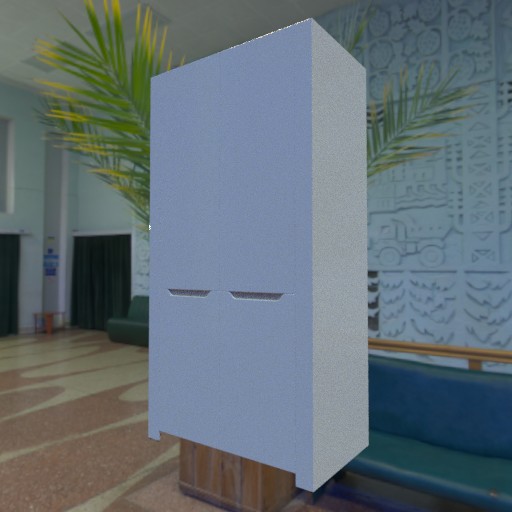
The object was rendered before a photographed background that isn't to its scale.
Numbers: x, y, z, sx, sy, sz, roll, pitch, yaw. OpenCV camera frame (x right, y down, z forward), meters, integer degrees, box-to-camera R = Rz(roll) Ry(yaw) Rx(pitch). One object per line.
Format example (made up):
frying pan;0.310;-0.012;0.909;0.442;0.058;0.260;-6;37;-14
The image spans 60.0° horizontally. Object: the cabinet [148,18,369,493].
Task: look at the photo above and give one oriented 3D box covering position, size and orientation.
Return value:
cabinet;0.000;0.000;2.307;0.980;1.920;0.580;-1;-2;36
